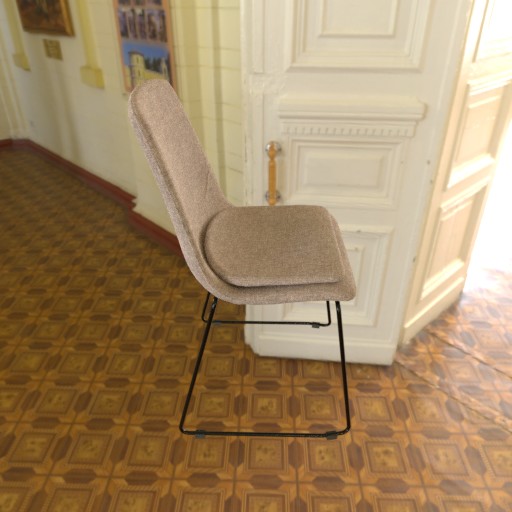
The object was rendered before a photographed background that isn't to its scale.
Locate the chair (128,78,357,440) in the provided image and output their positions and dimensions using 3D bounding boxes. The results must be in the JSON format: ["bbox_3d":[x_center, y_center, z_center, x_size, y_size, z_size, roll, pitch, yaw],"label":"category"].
[{"bbox_3d":[0.000,0.000,1.168,0.518,0.858,0.479,1,31,1],"label":"chair"}]
